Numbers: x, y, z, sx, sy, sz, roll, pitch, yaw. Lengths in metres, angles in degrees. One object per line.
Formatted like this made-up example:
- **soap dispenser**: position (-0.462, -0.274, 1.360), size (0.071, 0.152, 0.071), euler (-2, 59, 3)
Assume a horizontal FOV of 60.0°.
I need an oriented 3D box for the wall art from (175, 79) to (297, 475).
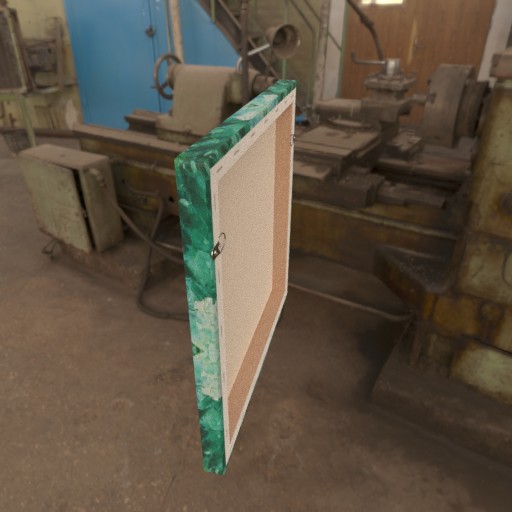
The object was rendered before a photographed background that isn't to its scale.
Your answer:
- **wall art**: position (0.000, 0.000, 0.777), size (0.038, 0.508, 0.507), euler (8, 31, 13)
